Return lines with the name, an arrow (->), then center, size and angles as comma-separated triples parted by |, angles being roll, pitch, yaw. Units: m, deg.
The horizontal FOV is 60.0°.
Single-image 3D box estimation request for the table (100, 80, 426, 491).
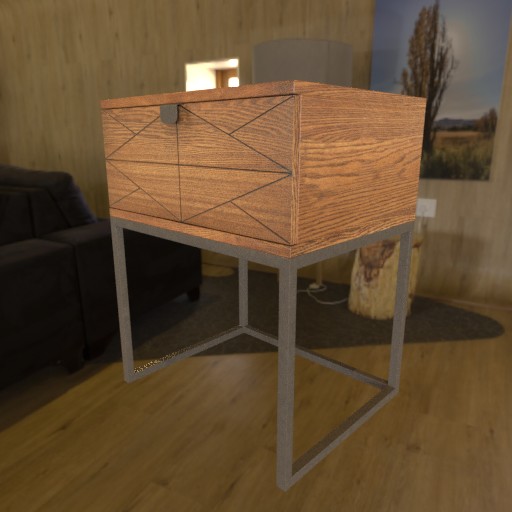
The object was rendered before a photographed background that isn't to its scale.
table -> 0.000, 0.000, 0.911 | 0.482, 0.610, 0.400 | 14, 21, 42
